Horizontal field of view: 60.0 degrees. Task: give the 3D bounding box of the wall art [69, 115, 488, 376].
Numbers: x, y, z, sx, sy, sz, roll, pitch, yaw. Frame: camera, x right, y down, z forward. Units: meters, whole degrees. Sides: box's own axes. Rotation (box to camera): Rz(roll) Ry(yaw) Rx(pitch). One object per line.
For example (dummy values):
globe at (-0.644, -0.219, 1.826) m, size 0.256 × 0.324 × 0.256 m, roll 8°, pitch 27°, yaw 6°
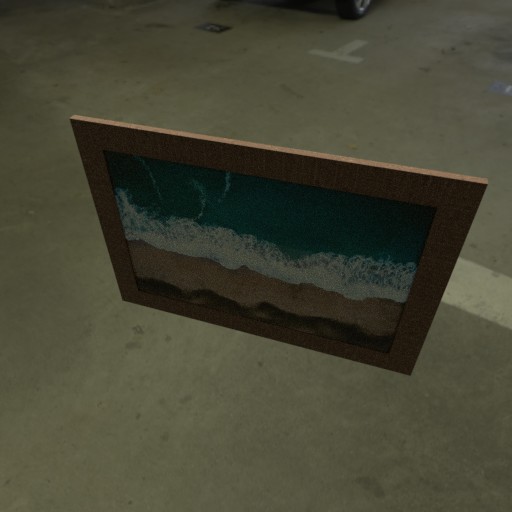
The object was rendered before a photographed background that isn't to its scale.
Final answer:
wall art at (0.000, 0.000, 1.147) m, size 0.917 × 0.626 × 0.019 m, roll 12°, pitch 43°, yaw 14°
